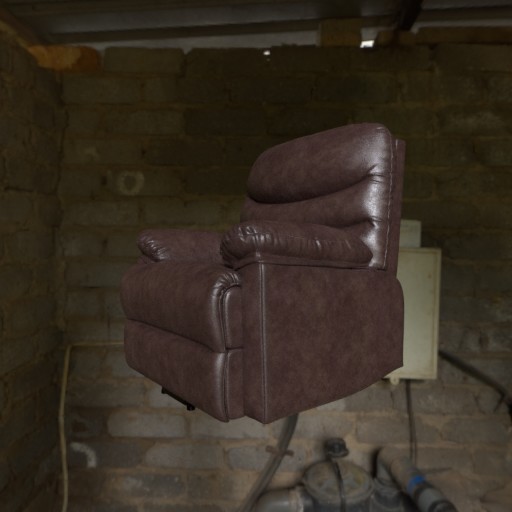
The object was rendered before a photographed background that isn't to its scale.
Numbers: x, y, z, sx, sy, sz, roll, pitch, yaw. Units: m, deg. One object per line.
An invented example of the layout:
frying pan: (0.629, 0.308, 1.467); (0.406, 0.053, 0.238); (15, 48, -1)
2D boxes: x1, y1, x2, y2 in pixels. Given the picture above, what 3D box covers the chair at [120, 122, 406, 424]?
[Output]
chair: (0.000, 0.000, 1.789); (0.879, 1.041, 0.940); (-1, 1, -36)
